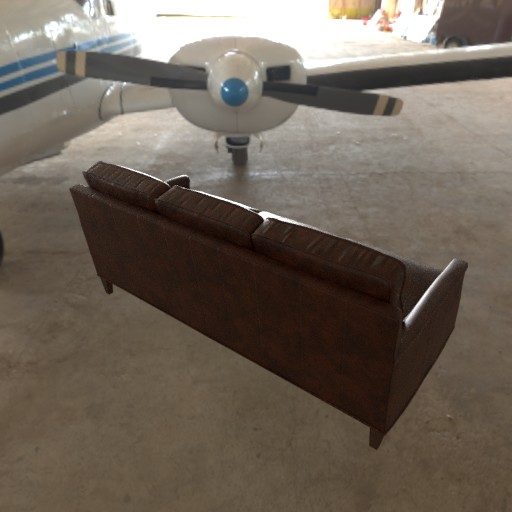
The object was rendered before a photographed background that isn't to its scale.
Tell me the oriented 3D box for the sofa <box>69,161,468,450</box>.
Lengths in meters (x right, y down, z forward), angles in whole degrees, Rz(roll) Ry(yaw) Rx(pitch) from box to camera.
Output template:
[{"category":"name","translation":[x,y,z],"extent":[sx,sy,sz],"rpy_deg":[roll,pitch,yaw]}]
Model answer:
[{"category":"sofa","translation":[0.000,0.000,2.737],"extent":[2.240,1.003,1.084],"rpy_deg":[21,37,32]}]
